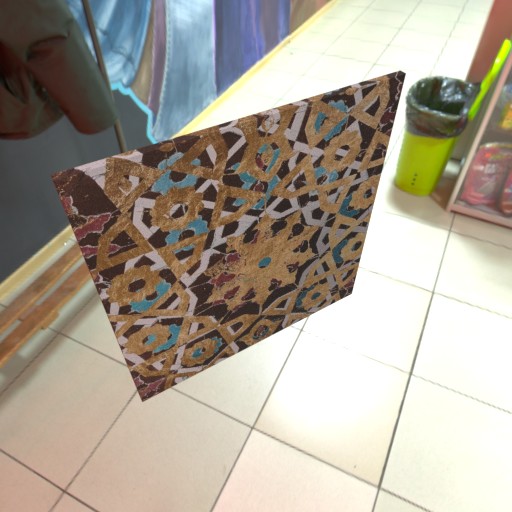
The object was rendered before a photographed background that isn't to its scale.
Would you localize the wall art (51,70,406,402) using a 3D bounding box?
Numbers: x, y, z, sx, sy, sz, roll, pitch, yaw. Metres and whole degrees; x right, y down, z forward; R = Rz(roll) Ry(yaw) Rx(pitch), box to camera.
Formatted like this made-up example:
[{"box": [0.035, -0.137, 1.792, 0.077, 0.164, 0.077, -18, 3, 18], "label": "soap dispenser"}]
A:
[{"box": [0.000, 0.000, 0.594, 0.404, 0.406, 0.010, -23, 50, -21], "label": "wall art"}]
